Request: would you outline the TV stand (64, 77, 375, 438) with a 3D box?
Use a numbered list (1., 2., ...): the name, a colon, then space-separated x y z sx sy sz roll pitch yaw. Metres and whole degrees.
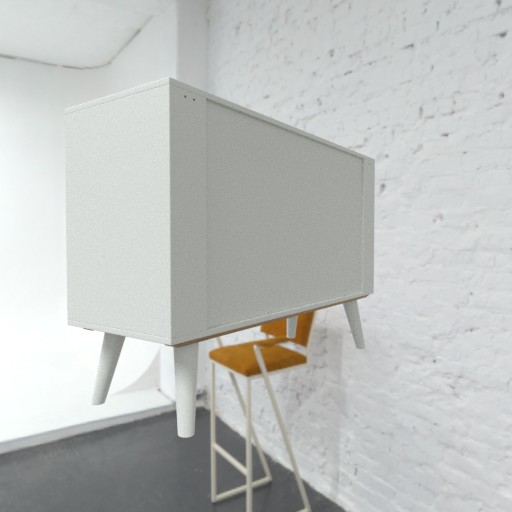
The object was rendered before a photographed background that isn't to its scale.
1. TV stand: 0.000 0.000 1.567 0.406 0.812 1.193 1 2 36
